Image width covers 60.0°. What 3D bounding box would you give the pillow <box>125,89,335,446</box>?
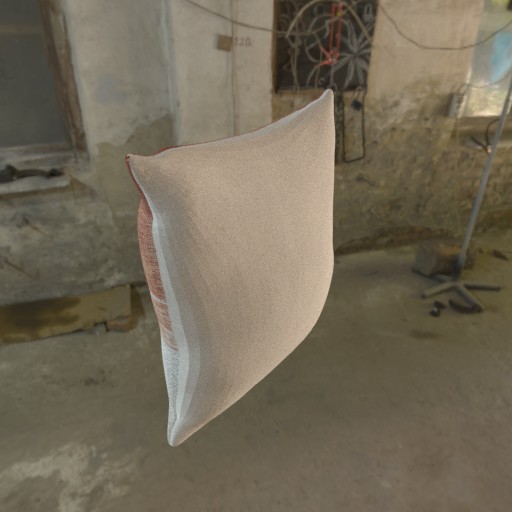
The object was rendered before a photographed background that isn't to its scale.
[{"bbox_3d":[0.000,0.000,0.689,0.182,0.441,0.440,20,35,30],"label":"pillow"}]
